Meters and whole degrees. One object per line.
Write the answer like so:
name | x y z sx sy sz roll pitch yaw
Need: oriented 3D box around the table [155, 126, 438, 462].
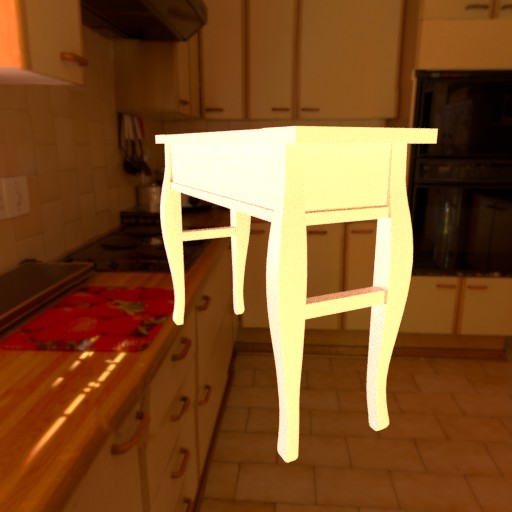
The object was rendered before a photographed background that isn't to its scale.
table | 0.000 0.000 1.436 0.373 0.768 1.062 -7 16 -25
